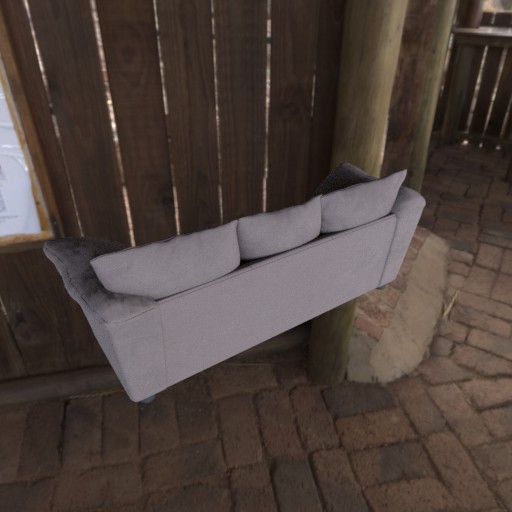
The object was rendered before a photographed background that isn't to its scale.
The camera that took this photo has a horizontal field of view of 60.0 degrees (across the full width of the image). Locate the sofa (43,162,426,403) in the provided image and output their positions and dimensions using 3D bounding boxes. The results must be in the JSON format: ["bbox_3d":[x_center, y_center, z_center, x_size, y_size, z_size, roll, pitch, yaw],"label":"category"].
[{"bbox_3d":[0.000,0.000,2.928,2.377,0.981,0.893,-20,36,-29],"label":"sofa"}]
